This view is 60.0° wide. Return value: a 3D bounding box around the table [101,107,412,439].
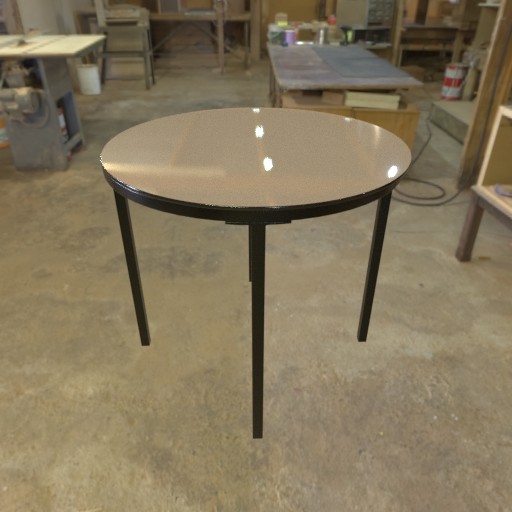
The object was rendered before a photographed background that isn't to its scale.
[{"bbox_3d":[0.000,0.000,0.856,0.499,0.443,0.499,0,32,0],"label":"table"}]
